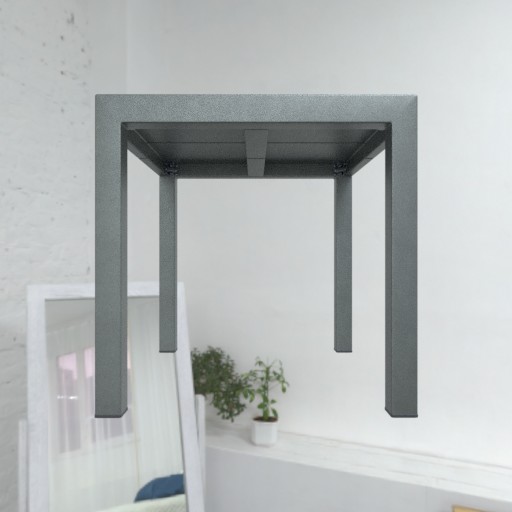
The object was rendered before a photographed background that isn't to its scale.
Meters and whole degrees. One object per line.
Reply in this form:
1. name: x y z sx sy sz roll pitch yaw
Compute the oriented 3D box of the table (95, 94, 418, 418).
1. table: 0.000 0.000 0.947 0.508 0.508 0.508 0 0 0
